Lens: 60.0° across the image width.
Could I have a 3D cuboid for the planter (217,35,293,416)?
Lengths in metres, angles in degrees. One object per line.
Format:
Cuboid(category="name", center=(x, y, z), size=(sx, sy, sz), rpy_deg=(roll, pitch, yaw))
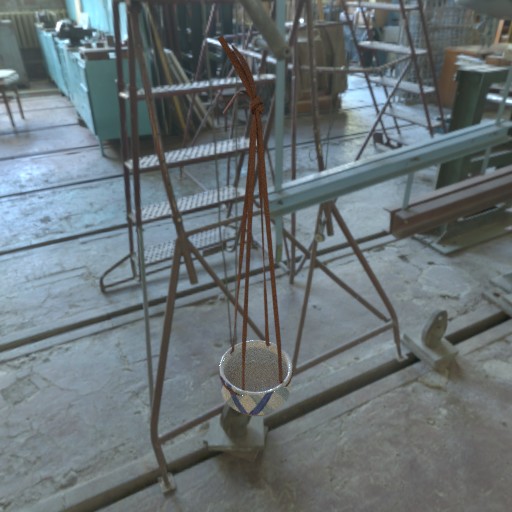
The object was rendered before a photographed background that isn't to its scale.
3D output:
Cuboid(category="planter", center=(0.000, 0.000, 0.833), size=(0.166, 0.751, 0.166), rpy_deg=(9, 33, 14))
